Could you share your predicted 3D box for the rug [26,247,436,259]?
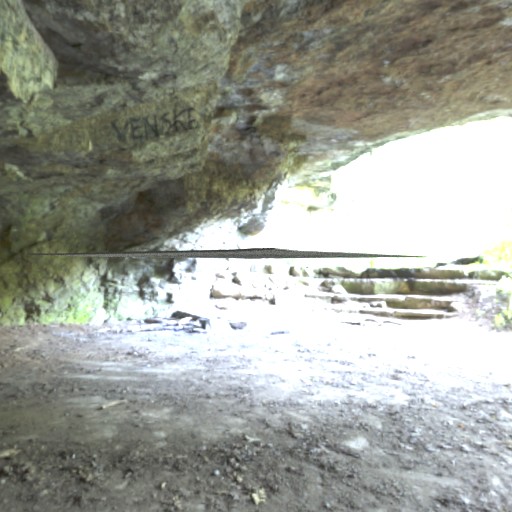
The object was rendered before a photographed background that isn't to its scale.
[{"bbox_3d":[0.000,0.000,4.142,2.451,0.026,3.069,-1,-1,36],"label":"rug"}]
